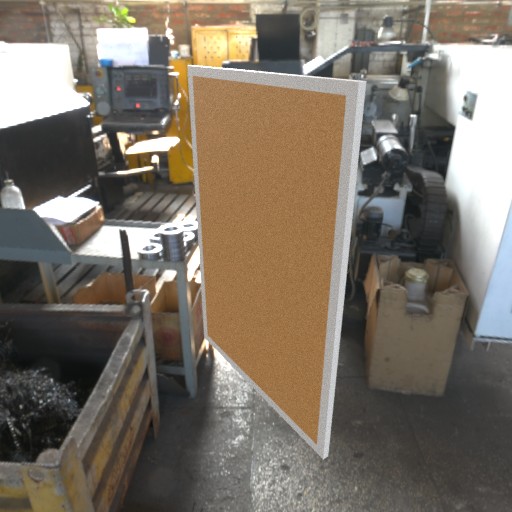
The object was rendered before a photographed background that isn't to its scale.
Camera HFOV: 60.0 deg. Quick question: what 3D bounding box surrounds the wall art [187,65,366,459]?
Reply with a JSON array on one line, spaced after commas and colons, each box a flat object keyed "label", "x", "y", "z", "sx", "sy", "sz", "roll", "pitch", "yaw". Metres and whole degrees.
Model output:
[{"label": "wall art", "x": 0.000, "y": 0.000, "z": 0.852, "sx": 0.013, "sy": 0.656, "sz": 0.456, "roll": -17, "pitch": 31, "yaw": -31}]
